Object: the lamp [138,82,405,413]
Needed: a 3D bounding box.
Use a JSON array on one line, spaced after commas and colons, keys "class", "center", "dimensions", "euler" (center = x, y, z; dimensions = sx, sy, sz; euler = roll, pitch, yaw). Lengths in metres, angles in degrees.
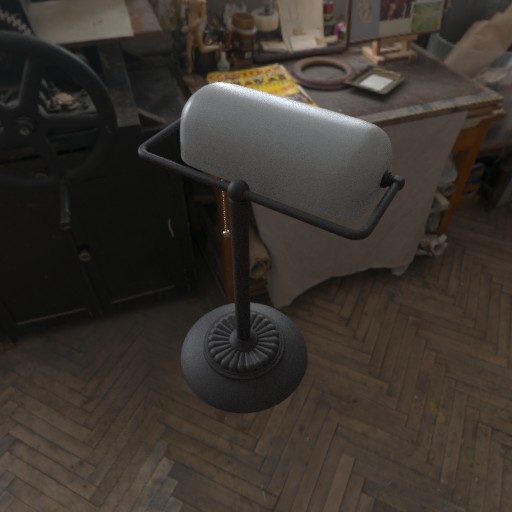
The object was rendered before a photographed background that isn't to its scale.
[{"class": "lamp", "center": [0.000, 0.000, 0.526], "dimensions": [0.264, 0.339, 0.243], "euler": [24, 51, 21]}]
